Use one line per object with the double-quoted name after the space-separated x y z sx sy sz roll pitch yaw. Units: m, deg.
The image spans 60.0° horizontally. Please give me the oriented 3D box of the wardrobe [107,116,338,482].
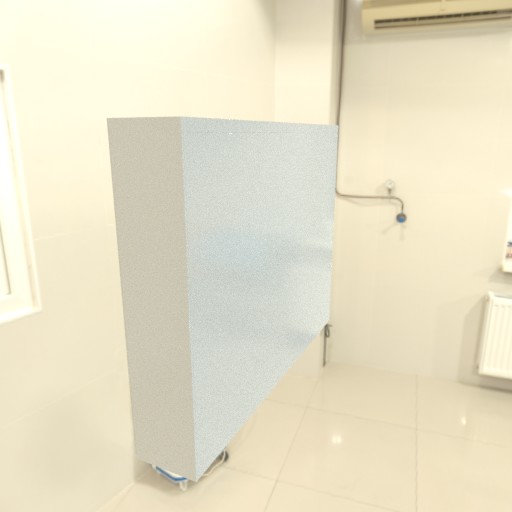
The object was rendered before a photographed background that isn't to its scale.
0.000 0.000 4.102 0.580 2.360 3.000 7 17 25 "wardrobe"
